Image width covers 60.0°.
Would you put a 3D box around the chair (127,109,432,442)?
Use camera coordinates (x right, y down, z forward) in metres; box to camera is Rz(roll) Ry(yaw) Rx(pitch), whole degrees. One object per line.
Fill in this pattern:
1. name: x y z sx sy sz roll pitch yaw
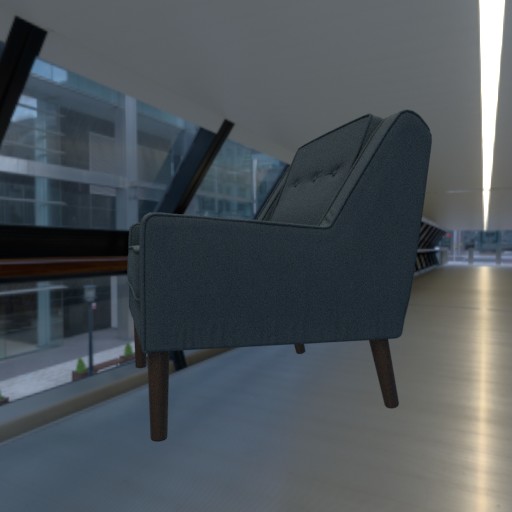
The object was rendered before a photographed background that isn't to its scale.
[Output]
1. chair: 0.000 0.000 1.331 0.733 0.780 0.663 -1 2 -18
